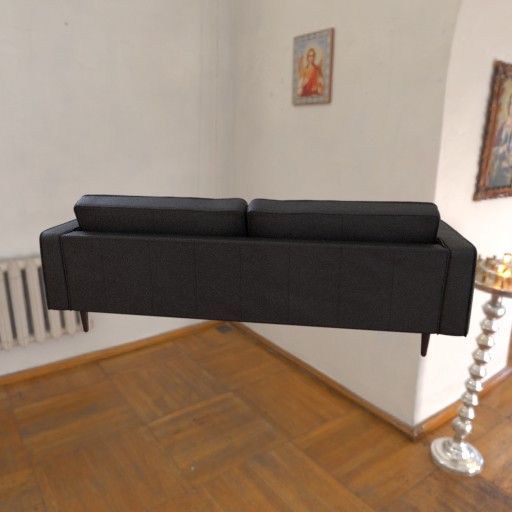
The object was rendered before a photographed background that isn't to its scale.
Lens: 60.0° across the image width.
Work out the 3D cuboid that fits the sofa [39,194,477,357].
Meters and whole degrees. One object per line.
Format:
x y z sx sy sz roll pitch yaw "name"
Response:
0.000 0.000 2.618 2.210 0.762 0.914 2 16 9 "sofa"
